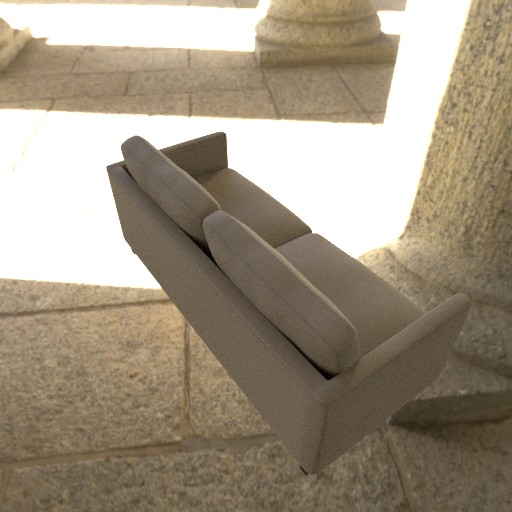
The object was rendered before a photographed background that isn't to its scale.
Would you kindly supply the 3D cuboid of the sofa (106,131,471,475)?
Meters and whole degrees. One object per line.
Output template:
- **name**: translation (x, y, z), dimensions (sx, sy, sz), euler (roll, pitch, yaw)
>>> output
- **sofa**: translation (0.000, 0.000, 2.640), dimensions (0.948, 0.932, 2.181), euler (-25, 47, -26)
